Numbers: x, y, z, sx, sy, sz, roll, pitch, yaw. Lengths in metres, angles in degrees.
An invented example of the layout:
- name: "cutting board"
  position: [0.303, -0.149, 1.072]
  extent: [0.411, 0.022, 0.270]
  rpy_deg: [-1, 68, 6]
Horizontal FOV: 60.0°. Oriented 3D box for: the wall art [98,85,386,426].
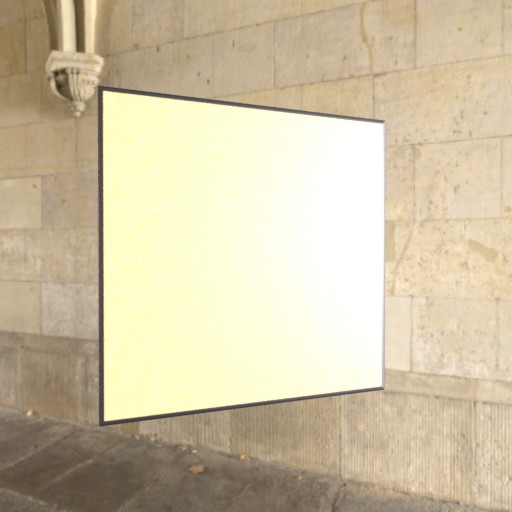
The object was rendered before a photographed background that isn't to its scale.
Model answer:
- name: "wall art"
  position: [0.000, 0.000, 1.148]
  extent: [0.769, 0.766, 0.042]
  rpy_deg: [0, 1, -20]
